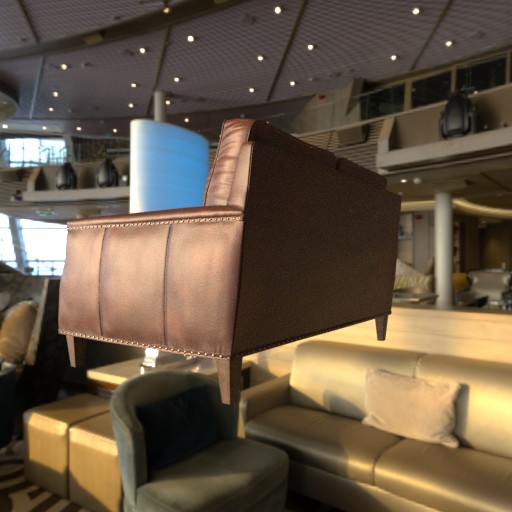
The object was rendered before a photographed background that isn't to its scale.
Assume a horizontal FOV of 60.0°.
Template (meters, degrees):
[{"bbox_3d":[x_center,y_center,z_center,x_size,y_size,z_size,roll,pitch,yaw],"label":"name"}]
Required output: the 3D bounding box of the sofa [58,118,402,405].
[{"bbox_3d":[0.000,0.000,2.318,1.083,1.003,1.628,0,-1,36],"label":"sofa"}]
